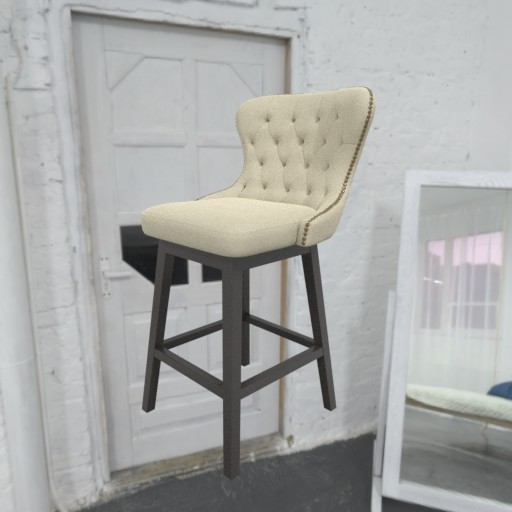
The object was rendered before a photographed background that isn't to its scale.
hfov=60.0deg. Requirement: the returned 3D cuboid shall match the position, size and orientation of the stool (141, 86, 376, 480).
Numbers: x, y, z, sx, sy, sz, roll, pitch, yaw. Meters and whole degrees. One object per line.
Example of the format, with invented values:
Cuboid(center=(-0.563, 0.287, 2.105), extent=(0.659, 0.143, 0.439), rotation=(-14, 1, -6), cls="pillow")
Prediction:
Cuboid(center=(0.000, 0.000, 1.332), extent=(0.593, 0.971, 0.528), rotation=(-14, 20, -43), cls="stool")
